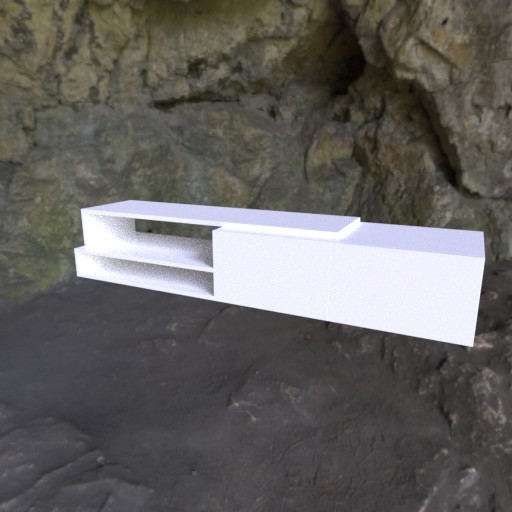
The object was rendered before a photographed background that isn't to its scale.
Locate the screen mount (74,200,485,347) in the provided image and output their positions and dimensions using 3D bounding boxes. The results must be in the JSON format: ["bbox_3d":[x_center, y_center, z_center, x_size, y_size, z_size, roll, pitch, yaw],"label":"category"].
[{"bbox_3d":[0.000,0.000,1.860,1.680,0.320,0.420,7,16,25],"label":"screen mount"}]
